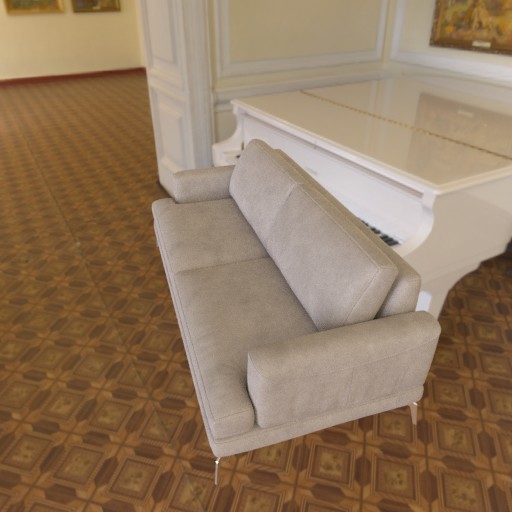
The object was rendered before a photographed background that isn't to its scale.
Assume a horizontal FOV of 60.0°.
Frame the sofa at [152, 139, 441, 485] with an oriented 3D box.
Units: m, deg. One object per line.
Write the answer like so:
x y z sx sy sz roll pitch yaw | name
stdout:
0.000 0.000 2.512 0.980 0.830 2.013 -10 33 -15 | sofa
